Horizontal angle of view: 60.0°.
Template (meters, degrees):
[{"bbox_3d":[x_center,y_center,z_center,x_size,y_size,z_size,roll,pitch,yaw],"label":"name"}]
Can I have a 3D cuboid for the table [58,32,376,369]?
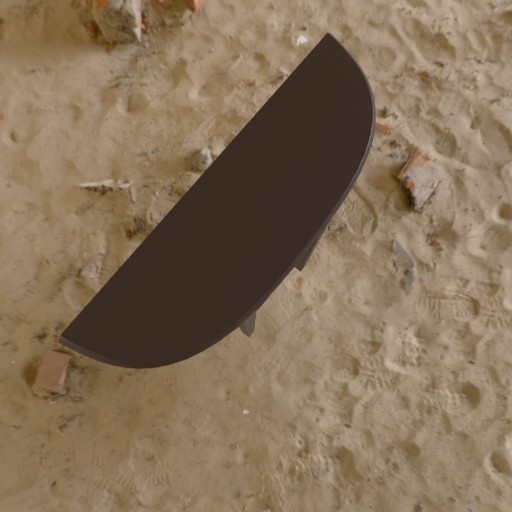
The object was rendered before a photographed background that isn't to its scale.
[{"bbox_3d":[0.000,0.000,1.323,0.274,0.831,0.909,38,79,8],"label":"table"}]
